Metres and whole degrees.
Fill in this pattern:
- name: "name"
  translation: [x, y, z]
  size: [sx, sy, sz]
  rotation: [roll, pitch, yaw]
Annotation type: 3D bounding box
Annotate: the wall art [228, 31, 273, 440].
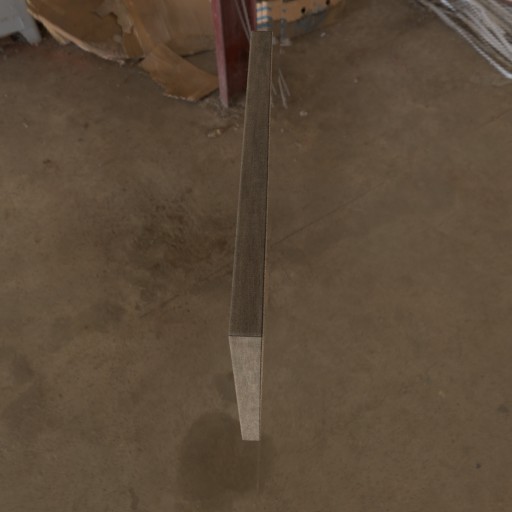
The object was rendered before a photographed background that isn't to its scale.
- name: "wall art"
  translation: [0.000, 0.000, 1.132]
  size: [0.050, 0.751, 0.749]
  rotation: [2, 57, 1]
